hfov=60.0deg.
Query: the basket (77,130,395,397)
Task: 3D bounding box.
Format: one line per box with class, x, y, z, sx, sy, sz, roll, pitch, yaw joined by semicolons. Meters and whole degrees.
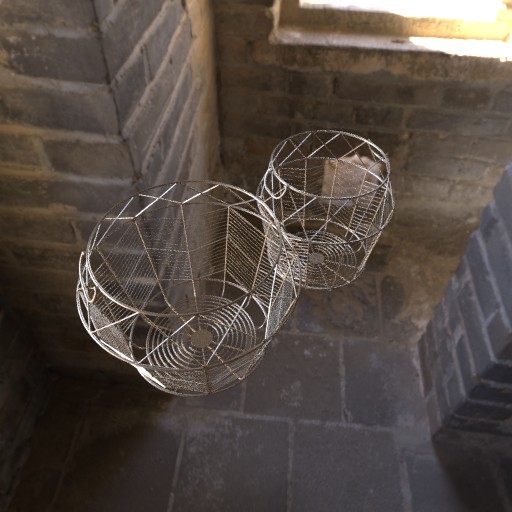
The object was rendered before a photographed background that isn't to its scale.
basket;0.000;0.000;1.041;0.805;0.343;0.451;-33;54;-28
